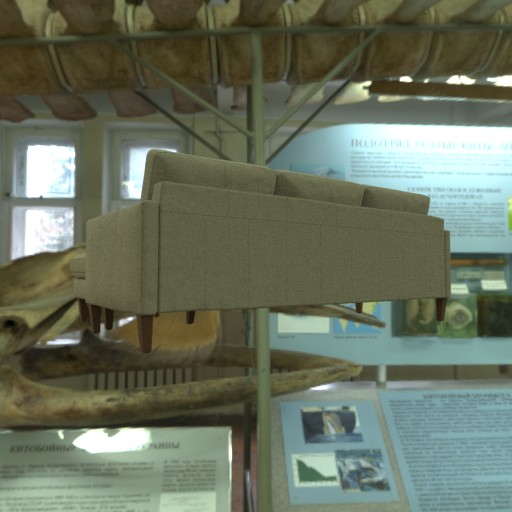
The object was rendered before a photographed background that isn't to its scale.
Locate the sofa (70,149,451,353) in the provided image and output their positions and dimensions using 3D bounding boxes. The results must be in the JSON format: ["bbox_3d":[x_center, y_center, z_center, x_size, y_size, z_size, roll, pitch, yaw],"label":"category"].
[{"bbox_3d":[0.000,0.000,2.969,2.178,0.875,1.506,2,-3,-35],"label":"sofa"}]
